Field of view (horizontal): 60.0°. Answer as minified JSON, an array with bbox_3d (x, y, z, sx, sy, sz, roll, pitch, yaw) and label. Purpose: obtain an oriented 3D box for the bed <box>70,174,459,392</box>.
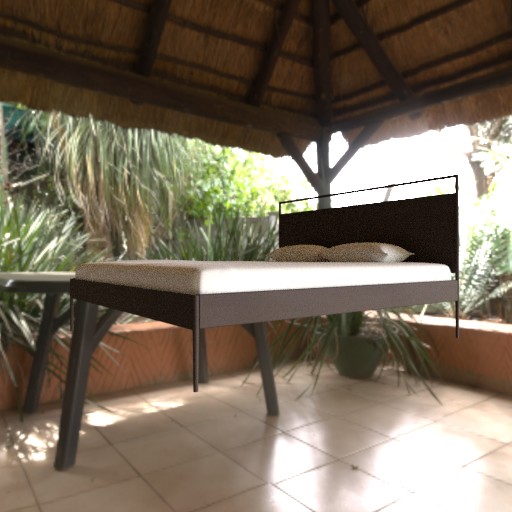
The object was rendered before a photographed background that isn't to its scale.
[{"bbox_3d":[0.000,0.000,3.320,2.151,1.173,1.993,0,0,-37],"label":"bed"}]
